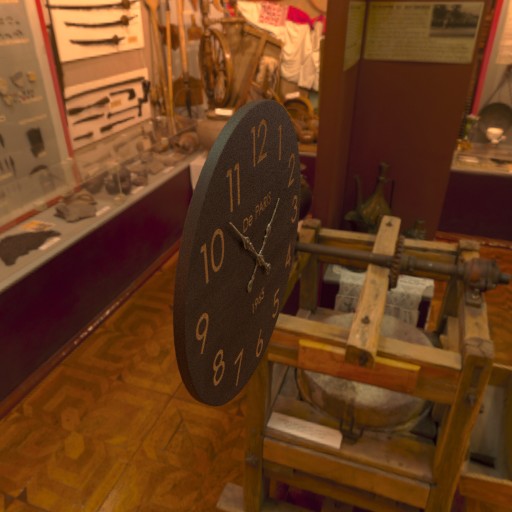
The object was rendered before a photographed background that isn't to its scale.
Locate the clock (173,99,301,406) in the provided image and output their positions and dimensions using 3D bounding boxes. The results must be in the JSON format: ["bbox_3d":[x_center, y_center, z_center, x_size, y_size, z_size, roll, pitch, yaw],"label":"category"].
[{"bbox_3d":[0.000,0.000,0.894,0.029,0.595,0.595,11,32,18],"label":"clock"}]
